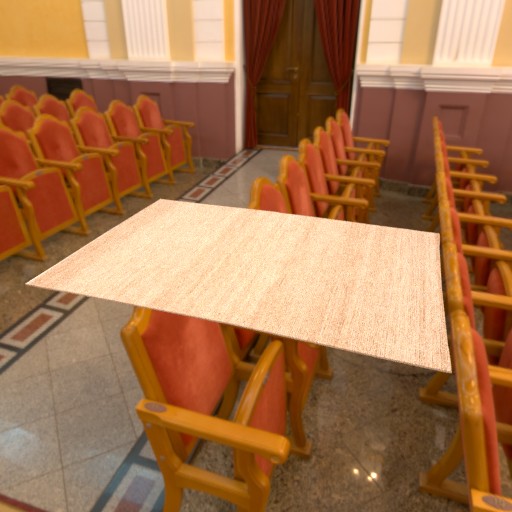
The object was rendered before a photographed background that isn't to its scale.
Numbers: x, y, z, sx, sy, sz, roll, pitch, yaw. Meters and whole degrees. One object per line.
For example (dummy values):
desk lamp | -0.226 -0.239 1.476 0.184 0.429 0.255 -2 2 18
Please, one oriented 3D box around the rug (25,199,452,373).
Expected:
rug | 0.000 0.000 2.935 2.346 0.029 1.574 9 28 17
